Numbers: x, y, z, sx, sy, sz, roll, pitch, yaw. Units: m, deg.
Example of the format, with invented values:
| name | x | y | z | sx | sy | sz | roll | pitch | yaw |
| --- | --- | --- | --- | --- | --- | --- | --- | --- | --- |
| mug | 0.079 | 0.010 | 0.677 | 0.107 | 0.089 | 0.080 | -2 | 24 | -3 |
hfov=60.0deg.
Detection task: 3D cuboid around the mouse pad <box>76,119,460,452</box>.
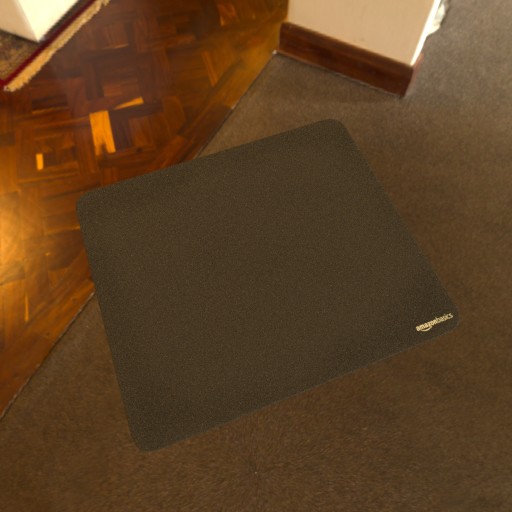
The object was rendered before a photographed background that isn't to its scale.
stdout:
| name | x | y | z | sx | sy | sz | roll | pitch | yaw |
| --- | --- | --- | --- | --- | --- | --- | --- | --- | --- |
| mouse pad | 0.000 | 0.000 | 0.635 | 0.451 | 0.002 | 0.393 | -19 | 65 | -9 |
